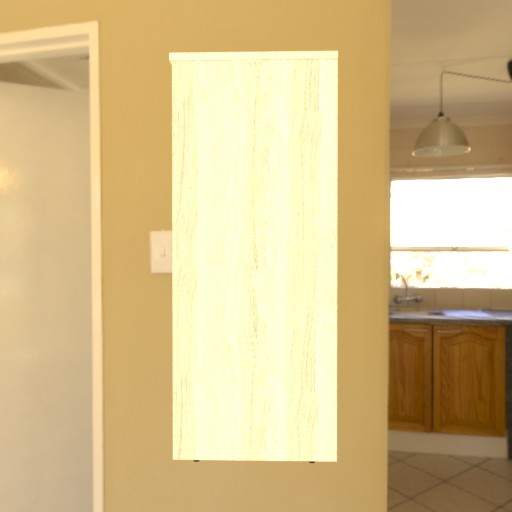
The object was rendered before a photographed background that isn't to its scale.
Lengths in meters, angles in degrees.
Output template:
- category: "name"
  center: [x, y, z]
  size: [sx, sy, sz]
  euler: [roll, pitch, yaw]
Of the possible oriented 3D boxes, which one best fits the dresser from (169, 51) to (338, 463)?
- category: "dresser"
  center: [0.000, 0.000, 1.458]
  size: [0.380, 0.900, 0.980]
  euler: [0, 1, 1]
